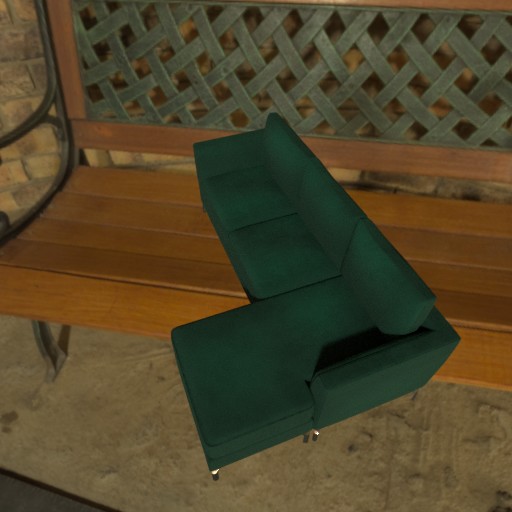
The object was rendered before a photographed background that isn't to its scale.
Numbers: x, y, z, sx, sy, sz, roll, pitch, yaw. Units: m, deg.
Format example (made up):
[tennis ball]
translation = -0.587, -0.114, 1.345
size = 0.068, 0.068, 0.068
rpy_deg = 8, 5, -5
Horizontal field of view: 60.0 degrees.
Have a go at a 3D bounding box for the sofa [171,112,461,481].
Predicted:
[sofa]
translation = 0.000, 0.000, 3.195
size = 1.489, 1.007, 2.441
rpy_deg = -16, 49, -15
